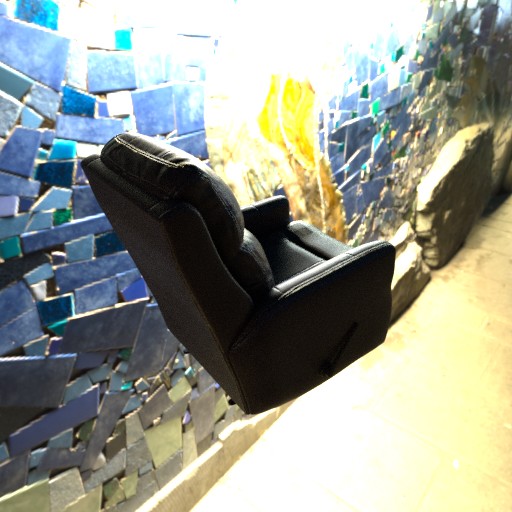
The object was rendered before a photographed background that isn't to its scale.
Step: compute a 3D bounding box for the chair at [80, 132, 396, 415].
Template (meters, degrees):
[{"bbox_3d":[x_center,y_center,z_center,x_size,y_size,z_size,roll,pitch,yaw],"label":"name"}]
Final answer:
[{"bbox_3d":[0.000,0.000,1.827,1.080,1.030,0.829,-19,33,-31],"label":"chair"}]
